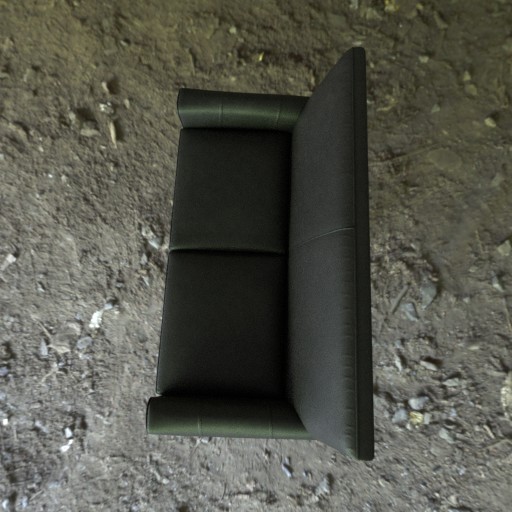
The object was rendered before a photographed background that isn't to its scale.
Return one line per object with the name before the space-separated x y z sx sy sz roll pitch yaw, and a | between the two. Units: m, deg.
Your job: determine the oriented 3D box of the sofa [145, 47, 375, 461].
sofa | 0.000 0.000 1.941 0.787 0.871 1.473 2 76 1
